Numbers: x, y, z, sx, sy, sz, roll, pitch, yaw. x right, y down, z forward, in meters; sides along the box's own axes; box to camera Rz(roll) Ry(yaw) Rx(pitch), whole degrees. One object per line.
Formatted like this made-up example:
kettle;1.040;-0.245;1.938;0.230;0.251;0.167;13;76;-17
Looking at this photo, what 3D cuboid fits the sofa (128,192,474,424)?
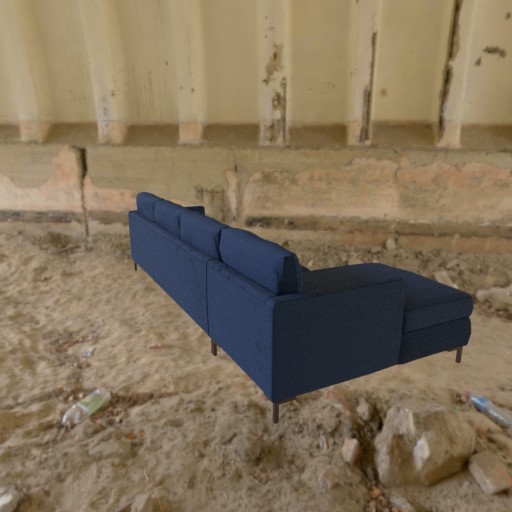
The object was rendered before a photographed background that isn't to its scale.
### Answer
sofa;0.000;0.000;2.915;1.128;0.679;2.450;-8;17;-27
